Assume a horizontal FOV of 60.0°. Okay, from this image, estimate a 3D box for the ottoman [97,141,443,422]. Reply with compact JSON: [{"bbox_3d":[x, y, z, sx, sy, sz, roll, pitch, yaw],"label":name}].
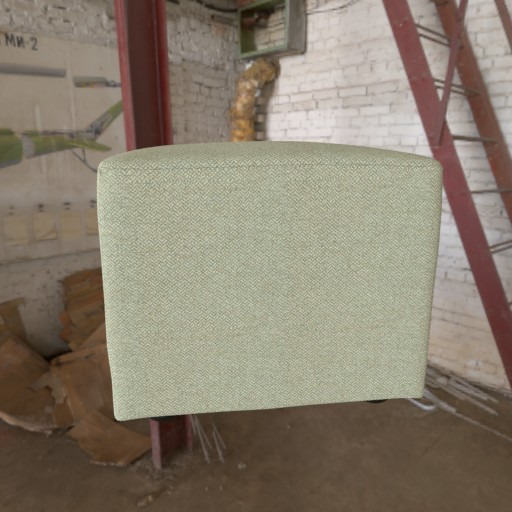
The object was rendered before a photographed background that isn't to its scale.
[{"bbox_3d":[0.000,0.000,0.905,0.512,0.453,0.521,-2,14,-7],"label":"ottoman"}]
